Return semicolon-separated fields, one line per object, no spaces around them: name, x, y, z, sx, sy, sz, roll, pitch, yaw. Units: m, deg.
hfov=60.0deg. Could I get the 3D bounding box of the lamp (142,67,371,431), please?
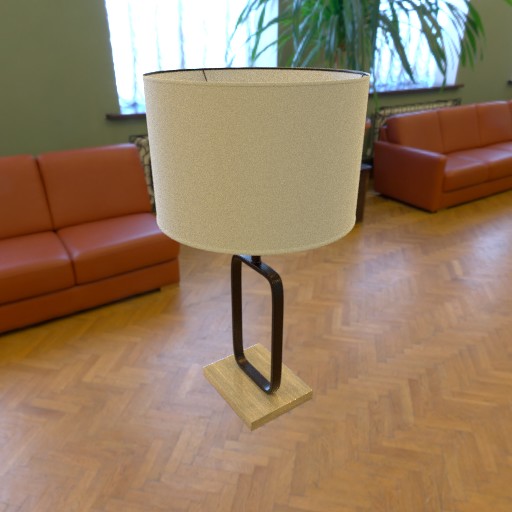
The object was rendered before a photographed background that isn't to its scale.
lamp;0.000;0.000;0.664;0.279;0.508;0.279;-17;31;-31
